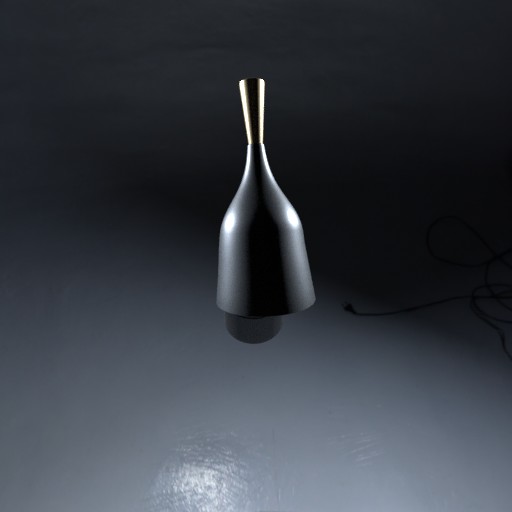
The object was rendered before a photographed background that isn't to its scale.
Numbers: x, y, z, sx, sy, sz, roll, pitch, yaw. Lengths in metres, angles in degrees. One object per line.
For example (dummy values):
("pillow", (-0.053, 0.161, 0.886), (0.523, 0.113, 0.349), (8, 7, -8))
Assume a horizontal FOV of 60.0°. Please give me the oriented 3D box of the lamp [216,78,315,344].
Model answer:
("lamp", (0.000, 0.000, 0.620), (0.110, 0.464, 0.352), (-3, 47, -3))
